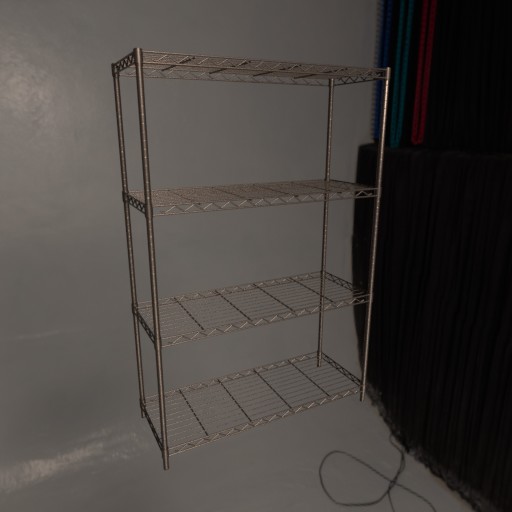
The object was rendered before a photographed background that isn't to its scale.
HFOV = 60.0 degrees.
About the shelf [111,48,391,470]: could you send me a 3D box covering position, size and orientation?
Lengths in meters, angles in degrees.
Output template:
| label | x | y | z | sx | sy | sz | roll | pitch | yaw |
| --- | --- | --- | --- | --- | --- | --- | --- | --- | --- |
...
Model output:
| label | x | y | z | sx | sy | sz | roll | pitch | yaw |
| --- | --- | --- | --- | --- | --- | --- | --- | --- | --- |
| shelf | 0.000 | 0.000 | 1.711 | 0.907 | 1.361 | 0.352 | -8 | 18 | -26 |
